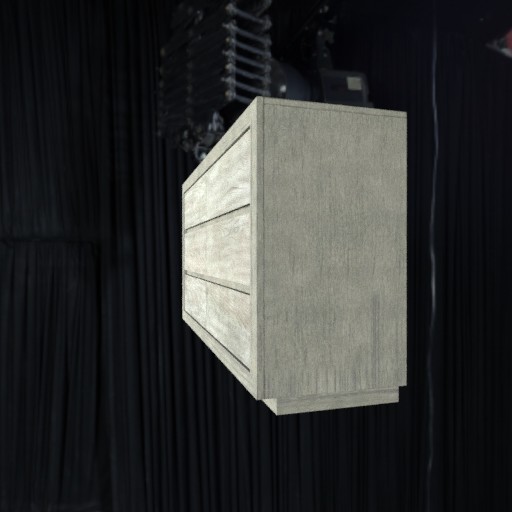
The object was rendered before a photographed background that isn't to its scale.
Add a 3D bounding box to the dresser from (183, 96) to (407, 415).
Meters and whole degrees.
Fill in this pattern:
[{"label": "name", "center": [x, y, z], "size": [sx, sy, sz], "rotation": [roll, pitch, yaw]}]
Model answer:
[{"label": "dresser", "center": [0.000, 0.000, 2.073], "size": [0.483, 0.889, 1.628], "rotation": [0, 0, -17]}]
